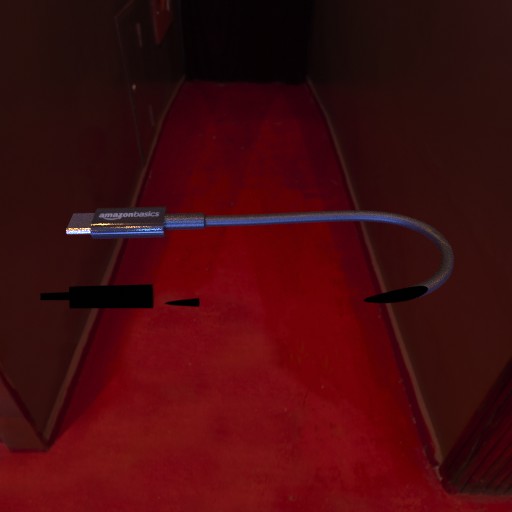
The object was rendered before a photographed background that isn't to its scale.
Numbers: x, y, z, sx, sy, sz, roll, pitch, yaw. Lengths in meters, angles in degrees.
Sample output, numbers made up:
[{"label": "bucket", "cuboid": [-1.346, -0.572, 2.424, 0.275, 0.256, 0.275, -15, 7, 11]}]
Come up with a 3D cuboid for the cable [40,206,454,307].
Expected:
[{"label": "cable", "cuboid": [0.000, 0.000, 0.110, 0.098, 0.005, 0.041, -2, 42, -2]}]
